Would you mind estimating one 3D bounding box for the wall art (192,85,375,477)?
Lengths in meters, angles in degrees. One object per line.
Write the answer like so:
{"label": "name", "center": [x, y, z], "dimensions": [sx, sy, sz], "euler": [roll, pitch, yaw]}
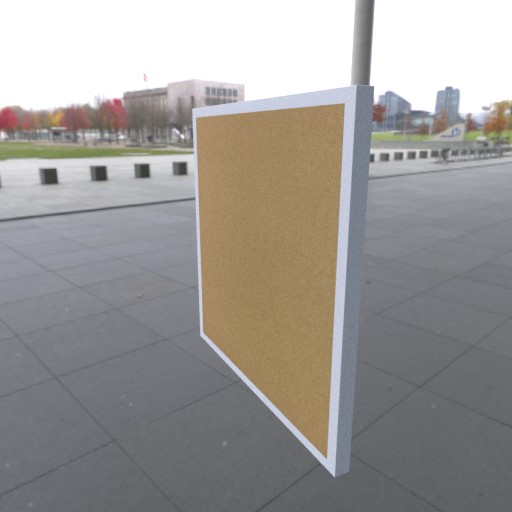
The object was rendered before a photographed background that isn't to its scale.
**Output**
{"label": "wall art", "center": [0.000, 0.000, 1.149], "dimensions": [0.038, 0.761, 0.763], "euler": [-8, 17, -27]}
